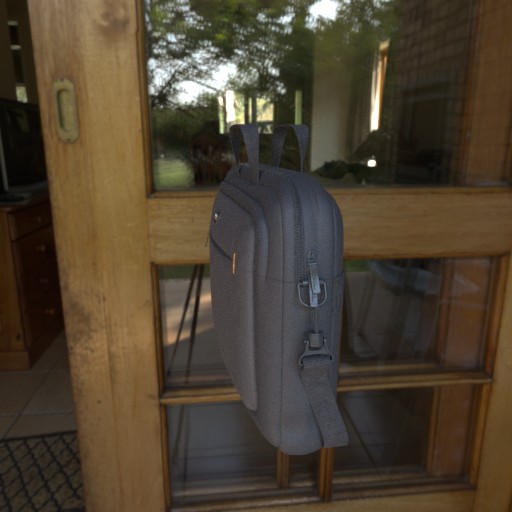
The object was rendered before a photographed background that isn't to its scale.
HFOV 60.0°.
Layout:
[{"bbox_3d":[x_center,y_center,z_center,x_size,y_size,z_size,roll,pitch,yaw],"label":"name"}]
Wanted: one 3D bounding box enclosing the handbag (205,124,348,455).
[{"bbox_3d":[0.000,0.000,0.430,0.089,0.244,0.320,-3,15,-11],"label":"handbag"}]
